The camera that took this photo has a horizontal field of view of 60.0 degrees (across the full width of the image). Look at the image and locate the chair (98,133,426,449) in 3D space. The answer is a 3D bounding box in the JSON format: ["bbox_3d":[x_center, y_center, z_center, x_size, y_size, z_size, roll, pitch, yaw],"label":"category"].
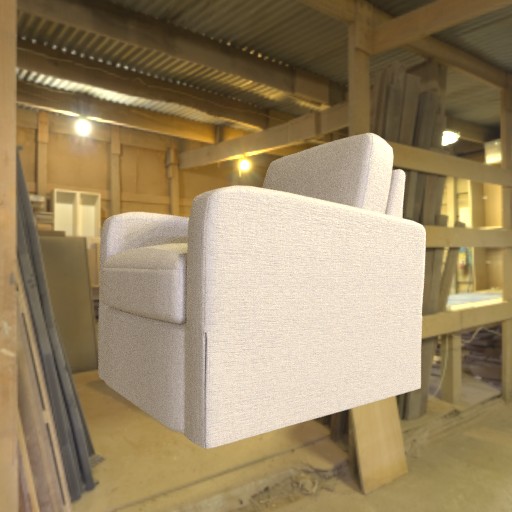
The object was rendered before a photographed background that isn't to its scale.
[{"bbox_3d":[0.000,0.000,1.474,0.888,0.827,0.755,1,-1,-36],"label":"chair"}]
